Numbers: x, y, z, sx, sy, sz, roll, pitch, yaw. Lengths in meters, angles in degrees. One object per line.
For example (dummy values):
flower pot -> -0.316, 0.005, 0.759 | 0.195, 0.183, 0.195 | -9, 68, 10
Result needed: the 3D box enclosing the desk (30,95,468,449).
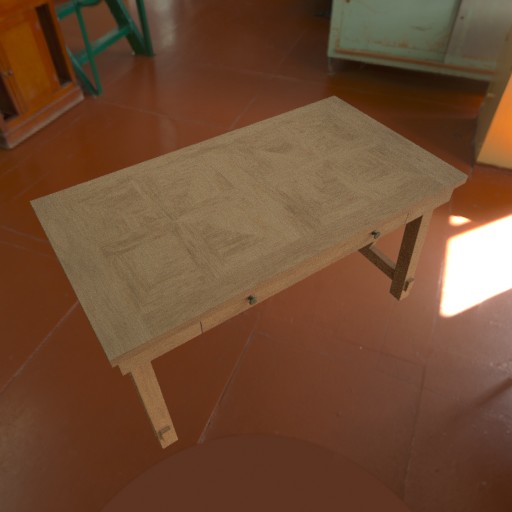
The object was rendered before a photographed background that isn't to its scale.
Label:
desk -> 0.000, 0.000, 1.992 | 1.499, 0.762, 0.813 | -26, 52, -23
